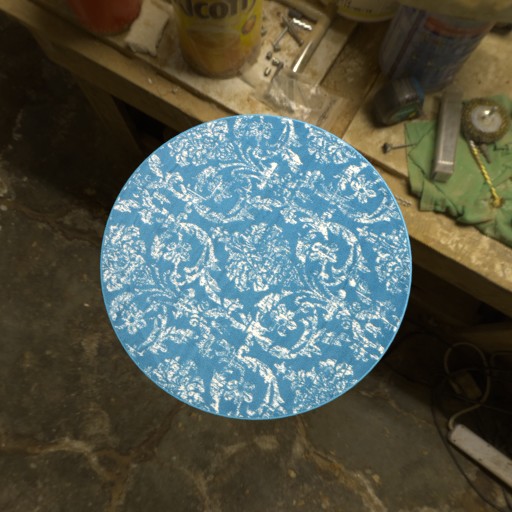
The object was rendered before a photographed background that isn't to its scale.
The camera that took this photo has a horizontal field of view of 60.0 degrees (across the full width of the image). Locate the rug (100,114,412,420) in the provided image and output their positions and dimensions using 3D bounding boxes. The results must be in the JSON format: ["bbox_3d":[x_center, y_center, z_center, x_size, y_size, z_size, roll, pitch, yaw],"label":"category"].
[{"bbox_3d":[0.000,0.000,2.272,1.593,0.012,1.593,0,78,0],"label":"rug"}]
